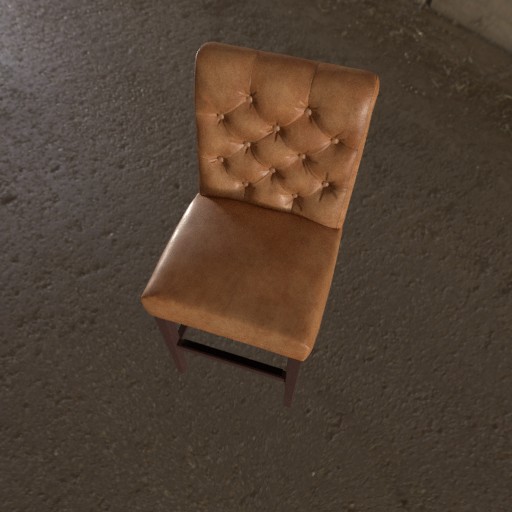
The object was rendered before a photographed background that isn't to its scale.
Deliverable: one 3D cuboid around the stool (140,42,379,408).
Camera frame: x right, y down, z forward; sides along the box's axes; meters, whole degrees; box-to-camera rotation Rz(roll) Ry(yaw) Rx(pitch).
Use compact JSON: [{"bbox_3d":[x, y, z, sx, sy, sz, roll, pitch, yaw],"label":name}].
[{"bbox_3d":[0.000,0.000,1.398,0.493,1.047,0.601,15,59,9],"label":"stool"}]
